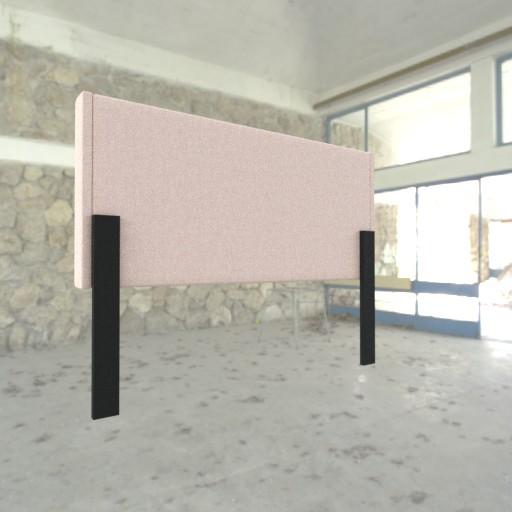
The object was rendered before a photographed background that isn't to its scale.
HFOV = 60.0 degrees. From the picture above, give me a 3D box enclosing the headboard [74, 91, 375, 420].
[{"bbox_3d":[0.000,0.000,2.685,2.051,1.524,0.184,1,-1,-35],"label":"headboard"}]
